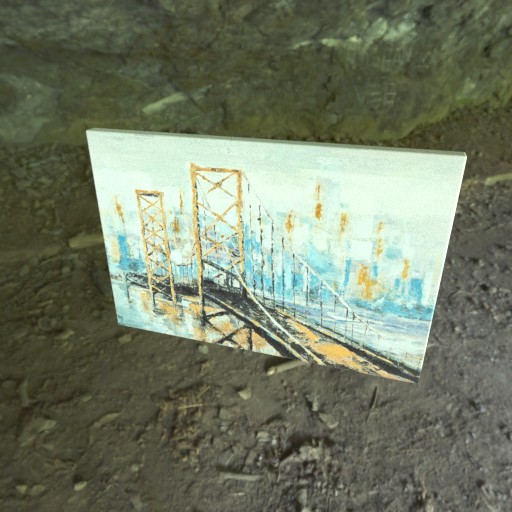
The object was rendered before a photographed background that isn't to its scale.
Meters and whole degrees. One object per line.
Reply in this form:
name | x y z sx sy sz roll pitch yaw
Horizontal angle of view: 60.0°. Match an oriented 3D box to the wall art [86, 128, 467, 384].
wall art | 0.000 0.000 1.176 0.913 0.609 0.038 8 28 15
